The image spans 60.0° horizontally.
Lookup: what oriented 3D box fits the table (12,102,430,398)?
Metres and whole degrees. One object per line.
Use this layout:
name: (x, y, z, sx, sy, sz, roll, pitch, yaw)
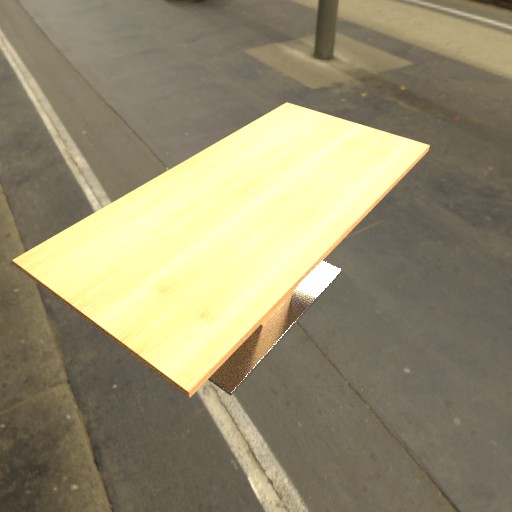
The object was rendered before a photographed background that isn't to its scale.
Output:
table: (0.000, 0.000, 2.222, 0.900, 0.750, 1.800, 27, 48, 27)
